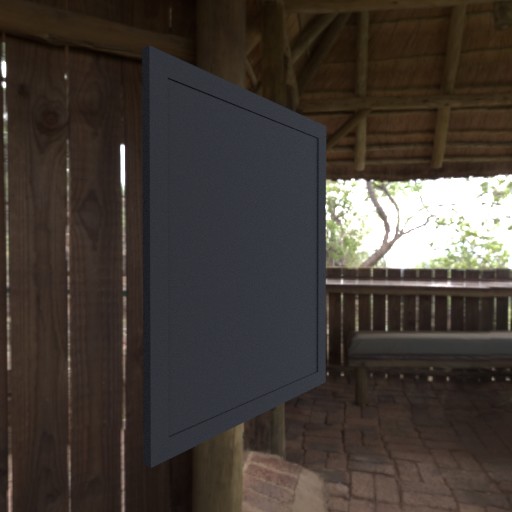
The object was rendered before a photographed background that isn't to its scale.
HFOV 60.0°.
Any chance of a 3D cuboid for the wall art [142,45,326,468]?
[{"bbox_3d":[0.000,0.000,0.505,0.010,0.361,0.311,1,1,37],"label":"wall art"}]
